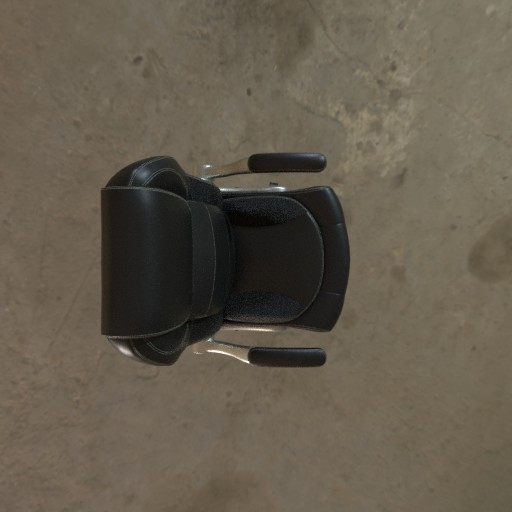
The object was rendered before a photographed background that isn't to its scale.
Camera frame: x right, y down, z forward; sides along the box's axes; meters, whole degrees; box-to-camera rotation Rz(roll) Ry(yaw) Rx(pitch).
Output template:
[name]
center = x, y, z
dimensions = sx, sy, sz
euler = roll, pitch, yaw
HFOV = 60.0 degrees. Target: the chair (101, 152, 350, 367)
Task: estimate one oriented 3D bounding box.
[chair]
center = 0.000, 0.000, 1.657
dimensions = 0.801, 1.141, 0.724
euler = 0, 90, 1
